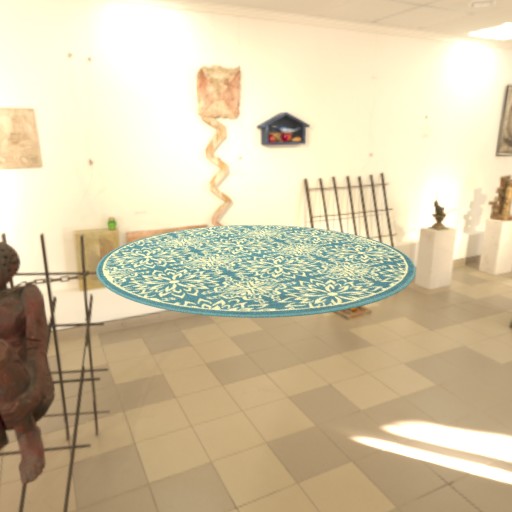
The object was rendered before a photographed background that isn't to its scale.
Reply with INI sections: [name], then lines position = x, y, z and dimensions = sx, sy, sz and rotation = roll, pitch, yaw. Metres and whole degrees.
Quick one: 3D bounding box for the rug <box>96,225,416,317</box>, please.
[rug]
position = 0.000, 0.000, 2.339
dimensions = 1.593, 0.012, 1.593
rotation = 0, 16, 0
